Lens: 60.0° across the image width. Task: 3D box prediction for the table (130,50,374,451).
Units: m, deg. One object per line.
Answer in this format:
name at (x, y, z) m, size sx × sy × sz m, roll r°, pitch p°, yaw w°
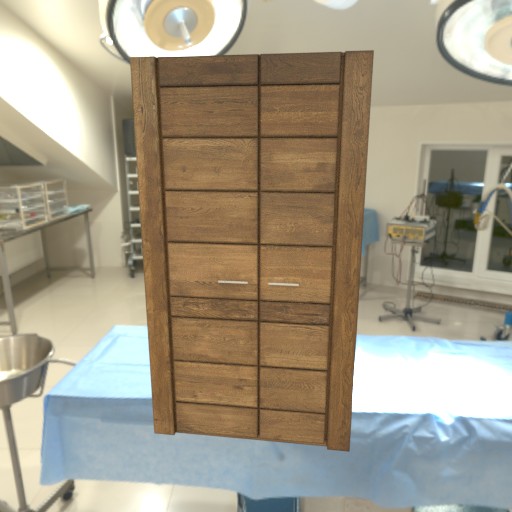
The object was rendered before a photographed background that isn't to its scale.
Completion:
table at (0.000, 0.000, 2.489) m, size 1.100 × 2.000 × 0.600 m, roll 2°, pitch 14°, yaw 8°
